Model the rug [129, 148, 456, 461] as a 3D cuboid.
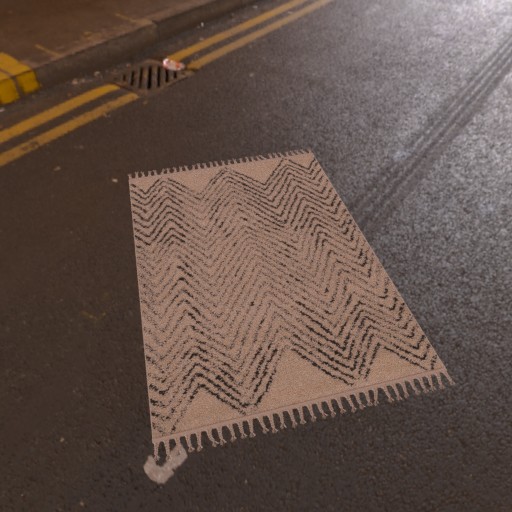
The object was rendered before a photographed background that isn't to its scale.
[{"bbox_3d":[0.000,0.000,2.320,1.230,0.014,1.847,-10,47,-10],"label":"rug"}]
